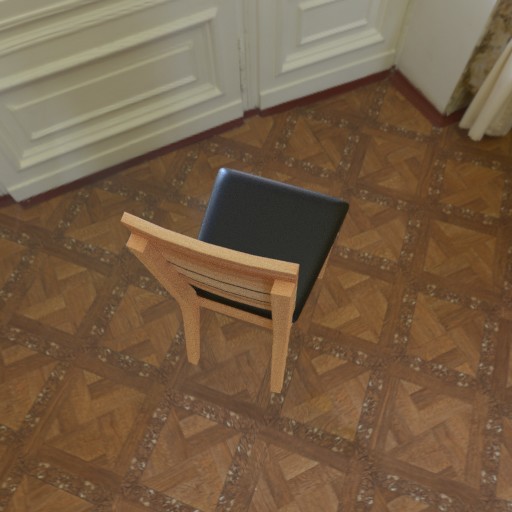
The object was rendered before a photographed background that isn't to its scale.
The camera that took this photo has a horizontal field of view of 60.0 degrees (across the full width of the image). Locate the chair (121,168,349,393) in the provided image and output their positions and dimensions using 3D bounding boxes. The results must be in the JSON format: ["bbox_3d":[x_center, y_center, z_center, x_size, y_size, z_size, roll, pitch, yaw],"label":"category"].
[{"bbox_3d":[0.000,0.000,1.216,0.410,0.940,0.520,17,64,9],"label":"chair"}]
